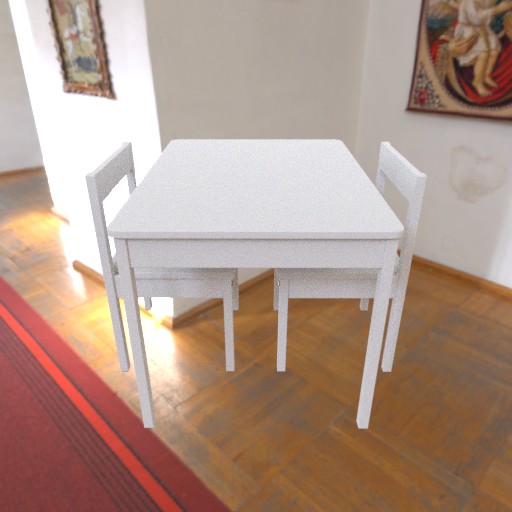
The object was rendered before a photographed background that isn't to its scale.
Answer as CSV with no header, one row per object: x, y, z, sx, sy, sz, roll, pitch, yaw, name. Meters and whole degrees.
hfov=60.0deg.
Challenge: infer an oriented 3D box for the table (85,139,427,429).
0.000,0.000,1.108,0.672,0.503,0.650,0,28,0,table
